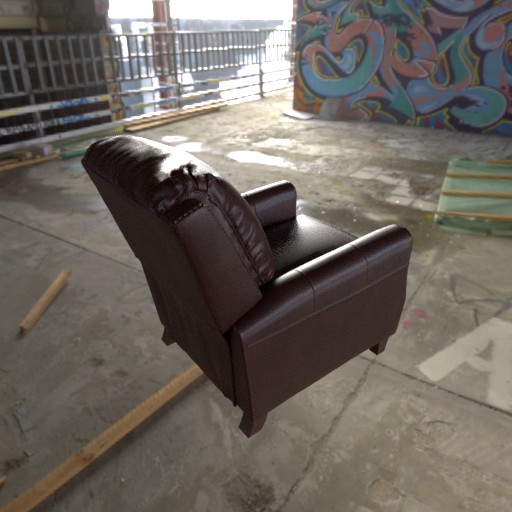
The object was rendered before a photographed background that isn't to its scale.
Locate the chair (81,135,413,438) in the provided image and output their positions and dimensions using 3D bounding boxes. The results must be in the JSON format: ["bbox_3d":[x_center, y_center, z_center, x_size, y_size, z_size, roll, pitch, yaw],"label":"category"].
[{"bbox_3d":[0.000,0.000,1.816,1.089,1.022,0.826,-19,34,-32],"label":"chair"}]
